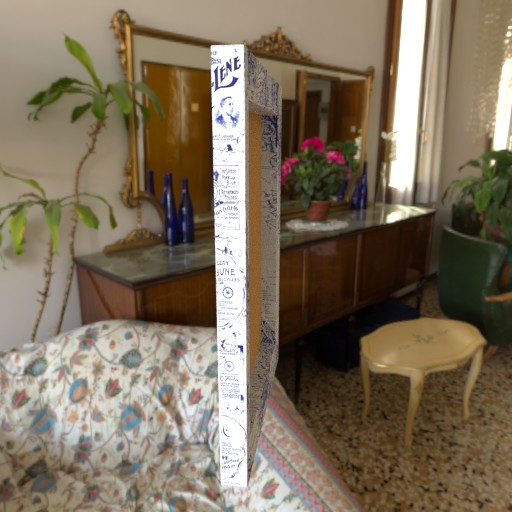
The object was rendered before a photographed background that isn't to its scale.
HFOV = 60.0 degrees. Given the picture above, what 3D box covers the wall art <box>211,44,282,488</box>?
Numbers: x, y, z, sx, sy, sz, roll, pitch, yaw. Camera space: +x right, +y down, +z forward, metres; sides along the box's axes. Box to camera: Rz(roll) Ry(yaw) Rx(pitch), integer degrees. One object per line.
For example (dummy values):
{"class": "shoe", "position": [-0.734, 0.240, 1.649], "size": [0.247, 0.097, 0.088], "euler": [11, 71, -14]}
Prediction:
{"class": "wall art", "position": [0.000, 0.000, 0.776], "size": [0.040, 0.601, 0.408], "euler": [2, 15, 9]}
